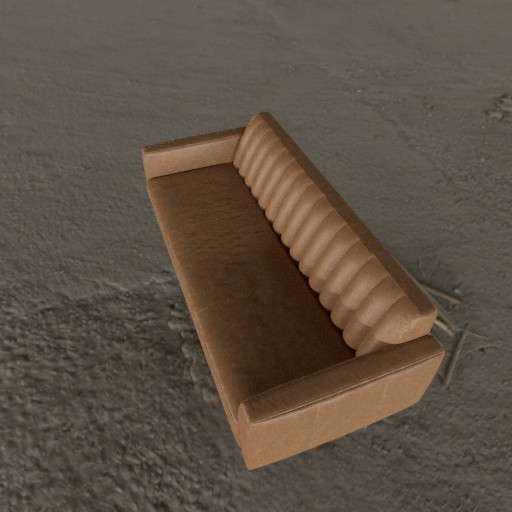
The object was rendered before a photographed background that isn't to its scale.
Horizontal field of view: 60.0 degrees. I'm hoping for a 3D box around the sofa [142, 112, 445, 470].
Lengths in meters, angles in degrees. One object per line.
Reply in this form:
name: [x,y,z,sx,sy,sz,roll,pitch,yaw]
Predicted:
sofa: [0.000,0.000,2.765,0.990,0.821,2.291,-15,47,-15]
